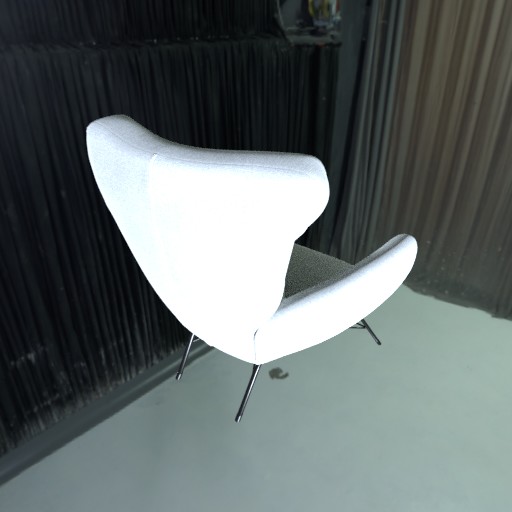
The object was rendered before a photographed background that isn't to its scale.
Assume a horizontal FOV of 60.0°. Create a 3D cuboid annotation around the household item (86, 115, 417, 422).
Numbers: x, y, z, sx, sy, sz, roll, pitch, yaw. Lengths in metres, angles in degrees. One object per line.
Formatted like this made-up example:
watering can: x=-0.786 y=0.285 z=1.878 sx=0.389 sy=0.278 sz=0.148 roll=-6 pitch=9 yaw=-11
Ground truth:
household item: x=0.000 y=0.000 z=1.721 sx=0.980 sy=1.050 sz=0.900 roll=22 pitch=36 yaw=33
